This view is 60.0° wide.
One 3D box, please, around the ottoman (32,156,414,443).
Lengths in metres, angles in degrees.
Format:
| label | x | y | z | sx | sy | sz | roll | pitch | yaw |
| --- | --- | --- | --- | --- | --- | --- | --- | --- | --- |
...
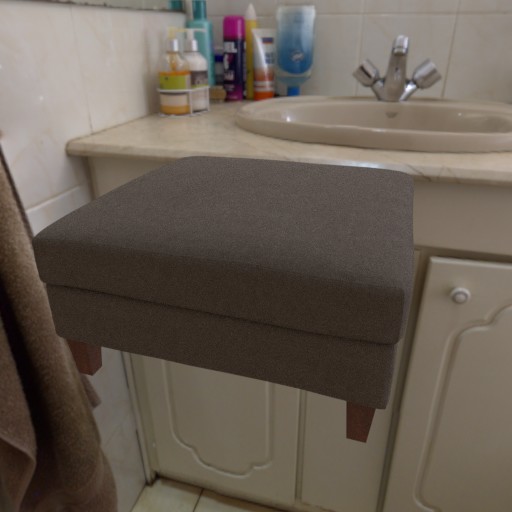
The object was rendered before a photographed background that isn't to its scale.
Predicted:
| label | x | y | z | sx | sy | sz | roll | pitch | yaw |
| --- | --- | --- | --- | --- | --- | --- | --- | --- | --- |
| ottoman | 0.000 | 0.000 | 1.369 | 0.881 | 0.482 | 0.861 | 8 | 27 | 16 |
